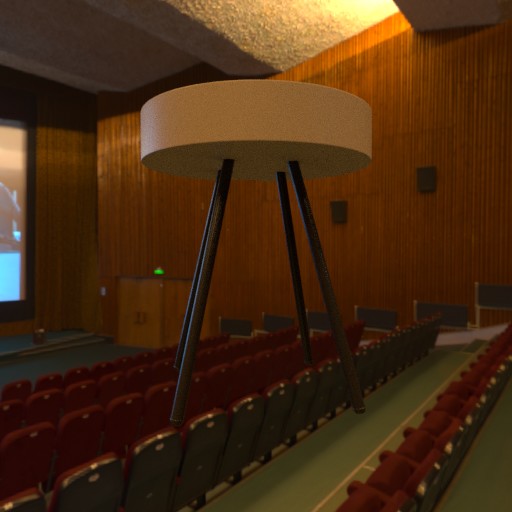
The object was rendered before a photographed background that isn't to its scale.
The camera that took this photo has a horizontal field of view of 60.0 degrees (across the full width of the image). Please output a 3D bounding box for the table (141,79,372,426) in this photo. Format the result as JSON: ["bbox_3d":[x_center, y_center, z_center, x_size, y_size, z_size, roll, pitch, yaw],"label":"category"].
[{"bbox_3d":[0.000,0.000,0.866,0.450,0.525,0.450,0,2,0],"label":"table"}]
